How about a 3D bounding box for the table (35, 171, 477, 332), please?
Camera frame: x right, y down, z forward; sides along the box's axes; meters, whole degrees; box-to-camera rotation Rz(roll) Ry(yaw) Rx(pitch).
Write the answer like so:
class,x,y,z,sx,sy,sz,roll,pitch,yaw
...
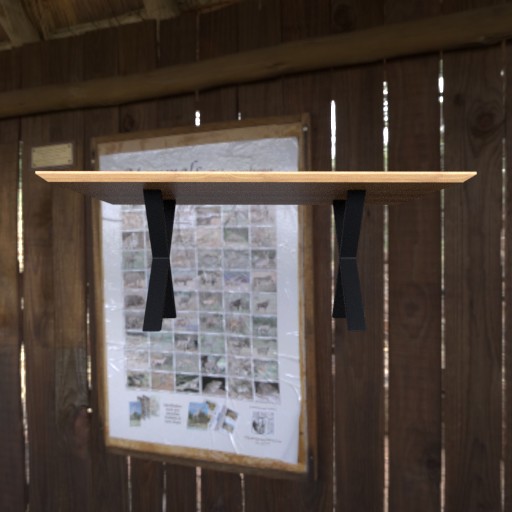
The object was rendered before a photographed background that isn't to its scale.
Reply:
class,x,y,z,sx,sy,sz,roll,pitch,yaw
table,0.000,0.000,2.510,2.000,0.770,1.000,0,0,0
